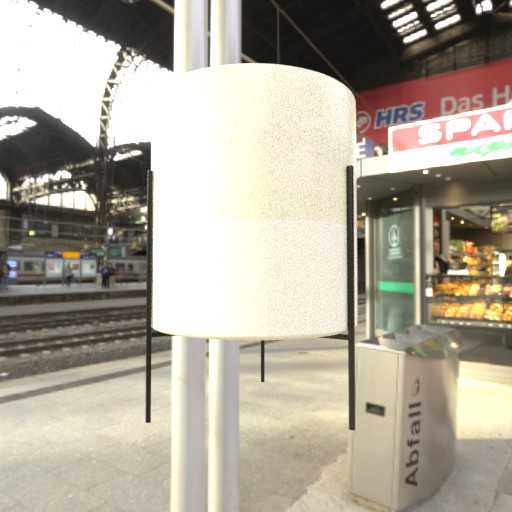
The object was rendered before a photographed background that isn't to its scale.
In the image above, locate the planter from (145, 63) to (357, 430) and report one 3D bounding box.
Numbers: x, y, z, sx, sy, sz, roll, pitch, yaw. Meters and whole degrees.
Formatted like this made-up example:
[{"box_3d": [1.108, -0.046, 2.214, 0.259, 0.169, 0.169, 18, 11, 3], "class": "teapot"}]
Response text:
[{"box_3d": [0.000, 0.000, 0.711, 0.333, 0.483, 0.324, -1, -2, 36], "class": "planter"}]
